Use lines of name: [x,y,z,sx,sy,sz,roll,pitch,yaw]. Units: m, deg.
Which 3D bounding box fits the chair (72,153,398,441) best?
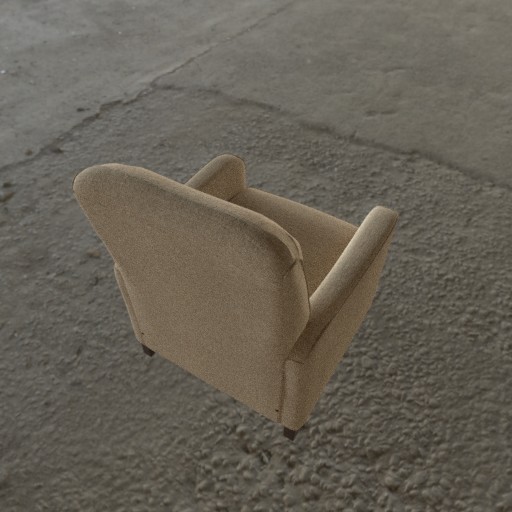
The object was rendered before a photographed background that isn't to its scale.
chair: [0.000,0.000,1.664,0.841,1.028,0.858,23,50,21]
